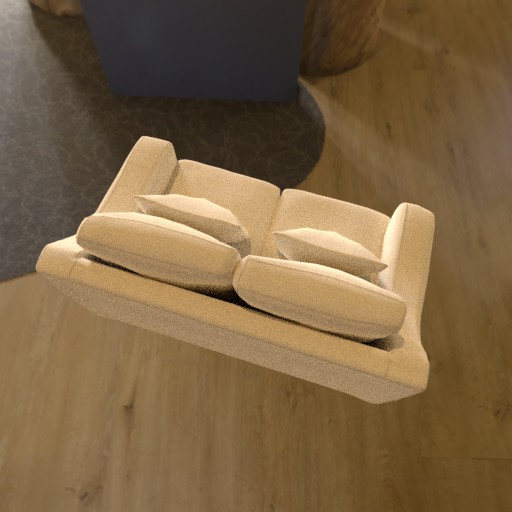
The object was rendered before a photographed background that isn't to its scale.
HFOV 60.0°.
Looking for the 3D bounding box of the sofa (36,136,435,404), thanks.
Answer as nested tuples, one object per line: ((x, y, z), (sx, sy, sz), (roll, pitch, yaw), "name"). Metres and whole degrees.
((0.000, 0.000, 2.325), (1.744, 1.047, 1.040), (16, 65, 8), "sofa")
